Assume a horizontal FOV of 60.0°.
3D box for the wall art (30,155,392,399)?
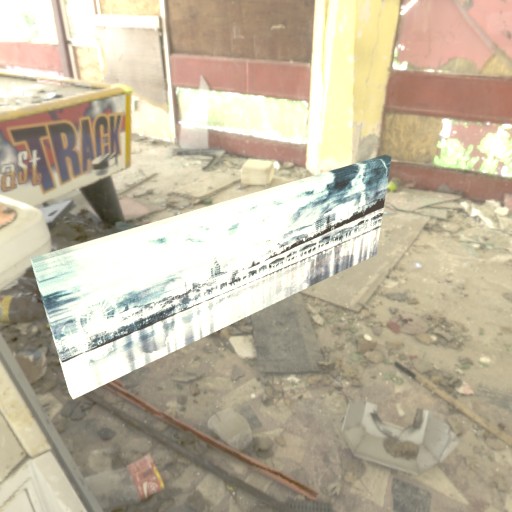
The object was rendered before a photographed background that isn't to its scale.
[{"bbox_3d":[0.000,0.000,1.719,1.524,0.509,0.037,-21,36,-33],"label":"wall art"}]
